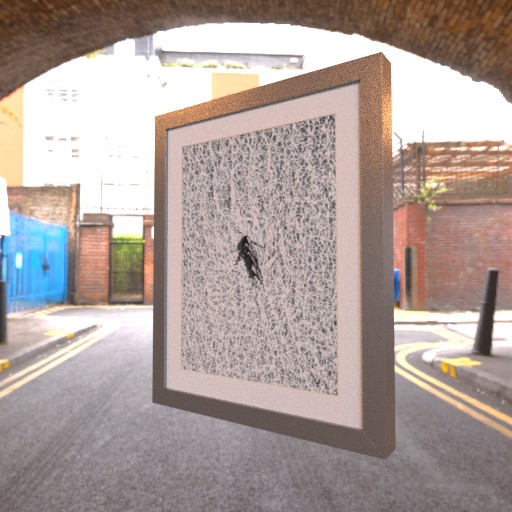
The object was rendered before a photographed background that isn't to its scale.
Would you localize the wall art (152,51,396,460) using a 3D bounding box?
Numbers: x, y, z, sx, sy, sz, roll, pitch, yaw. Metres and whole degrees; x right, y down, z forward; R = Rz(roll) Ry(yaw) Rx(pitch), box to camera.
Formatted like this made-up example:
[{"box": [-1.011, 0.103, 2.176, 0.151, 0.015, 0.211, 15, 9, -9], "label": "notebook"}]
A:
[{"box": [0.000, 0.000, 0.510, 0.308, 0.379, 0.030, -1, -2, 35], "label": "wall art"}]
